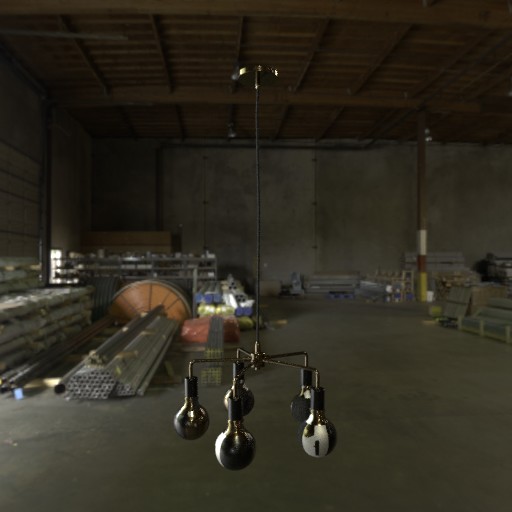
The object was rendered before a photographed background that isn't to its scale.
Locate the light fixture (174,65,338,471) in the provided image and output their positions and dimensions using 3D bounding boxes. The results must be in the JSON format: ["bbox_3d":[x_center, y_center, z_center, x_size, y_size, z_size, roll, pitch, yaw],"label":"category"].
[{"bbox_3d":[0.000,0.000,1.219,0.438,0.988,0.421,0,0,-19],"label":"light fixture"}]
